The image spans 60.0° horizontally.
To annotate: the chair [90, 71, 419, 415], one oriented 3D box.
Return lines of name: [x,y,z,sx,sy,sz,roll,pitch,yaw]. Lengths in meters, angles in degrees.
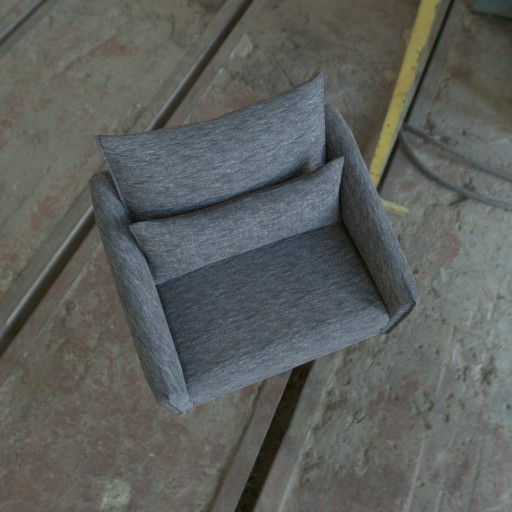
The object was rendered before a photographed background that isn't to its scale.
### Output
chair: [0.000,0.000,1.635,1.004,0.842,0.805,-19,65,-9]
